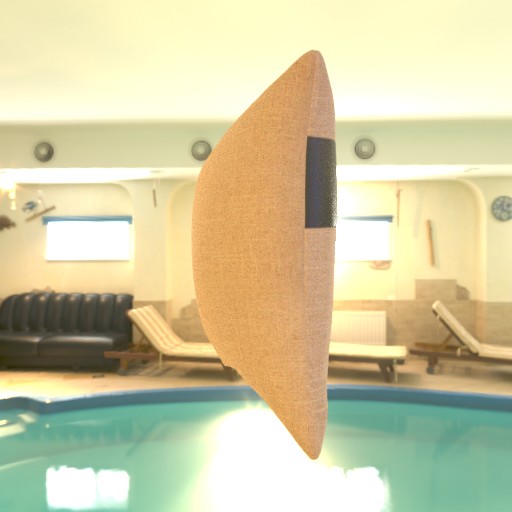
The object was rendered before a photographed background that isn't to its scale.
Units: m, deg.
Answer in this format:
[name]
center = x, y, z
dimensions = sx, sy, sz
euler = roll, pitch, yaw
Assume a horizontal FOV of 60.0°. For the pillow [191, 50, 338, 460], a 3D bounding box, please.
[pillow]
center = 0.000, 0.000, 0.622
dimensions = 0.173, 0.399, 0.414
euler = 0, 0, -16
